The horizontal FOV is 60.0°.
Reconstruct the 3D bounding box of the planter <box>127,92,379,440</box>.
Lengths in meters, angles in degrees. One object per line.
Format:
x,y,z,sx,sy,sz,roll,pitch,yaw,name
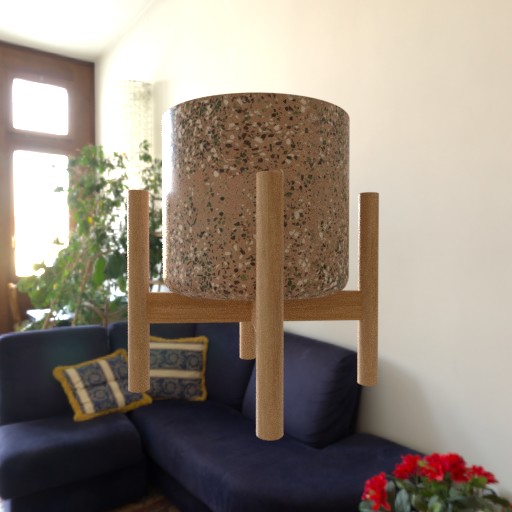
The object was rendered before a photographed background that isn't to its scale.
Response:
0.000,0.000,0.541,0.284,0.320,0.284,0,1,17,planter
